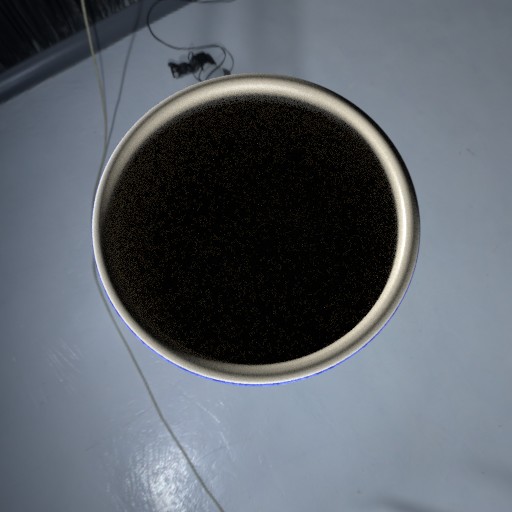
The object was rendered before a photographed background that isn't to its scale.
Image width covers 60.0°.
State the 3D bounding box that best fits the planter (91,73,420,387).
[{"bbox_3d":[0.000,0.000,0.198,0.109,0.112,0.109,0,76,0],"label":"planter"}]
